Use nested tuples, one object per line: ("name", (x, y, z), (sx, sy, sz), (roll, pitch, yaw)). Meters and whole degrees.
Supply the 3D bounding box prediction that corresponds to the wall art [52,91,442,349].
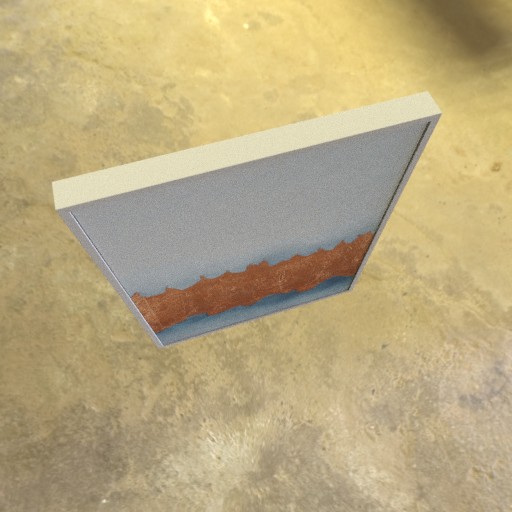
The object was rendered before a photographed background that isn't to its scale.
("wall art", (0.000, 0.000, 0.749), (0.451, 0.553, 0.039), (-16, 64, -8))
